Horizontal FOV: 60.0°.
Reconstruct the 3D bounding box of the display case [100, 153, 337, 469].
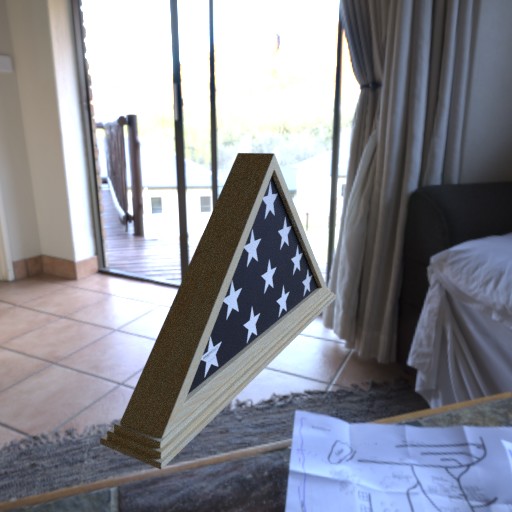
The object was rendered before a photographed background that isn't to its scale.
[{"bbox_3d":[0.000,0.000,0.753,0.095,0.340,0.640,8,16,27],"label":"display case"}]
